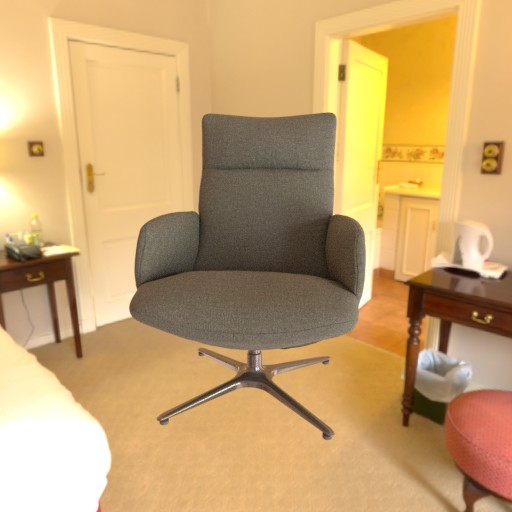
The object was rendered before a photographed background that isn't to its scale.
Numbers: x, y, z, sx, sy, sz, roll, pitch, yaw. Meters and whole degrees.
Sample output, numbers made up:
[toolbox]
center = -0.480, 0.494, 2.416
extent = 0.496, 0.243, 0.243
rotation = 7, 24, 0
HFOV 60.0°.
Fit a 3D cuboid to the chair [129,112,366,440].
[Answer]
[chair]
center = 0.000, 0.000, 1.534
extent = 0.702, 0.984, 0.831
rotation = 2, 15, 8
